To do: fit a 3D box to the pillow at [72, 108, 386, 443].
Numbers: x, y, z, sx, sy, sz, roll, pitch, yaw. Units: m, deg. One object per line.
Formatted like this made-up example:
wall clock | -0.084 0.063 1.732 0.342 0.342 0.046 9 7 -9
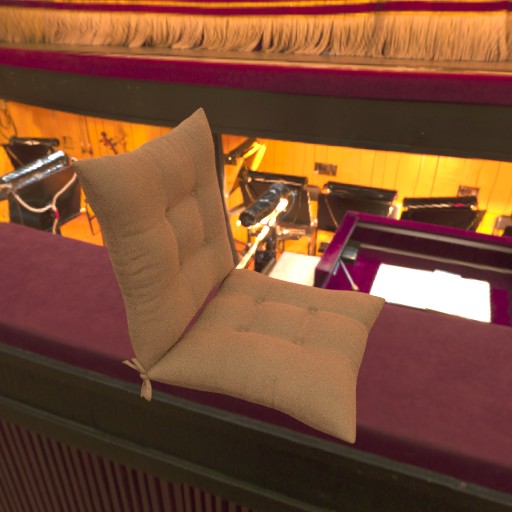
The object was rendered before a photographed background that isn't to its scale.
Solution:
pillow | 0.000 0.000 1.014 0.585 0.536 0.541 10 31 18
